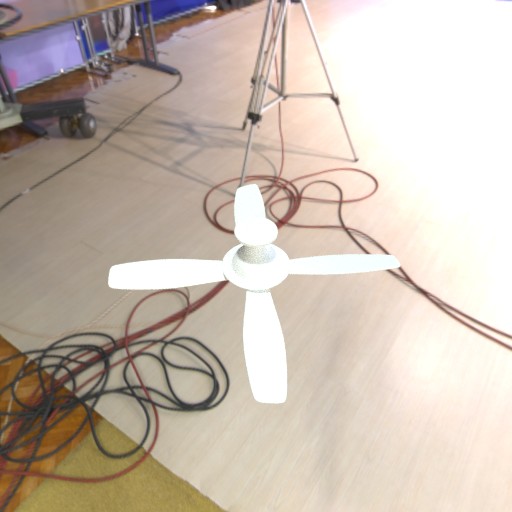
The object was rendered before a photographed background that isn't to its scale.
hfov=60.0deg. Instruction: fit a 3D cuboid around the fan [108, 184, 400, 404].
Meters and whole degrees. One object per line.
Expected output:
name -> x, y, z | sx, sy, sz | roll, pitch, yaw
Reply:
fan -> 0.000, 0.000, 2.520 | 1.694, 0.382, 1.693 | -3, 44, -3
